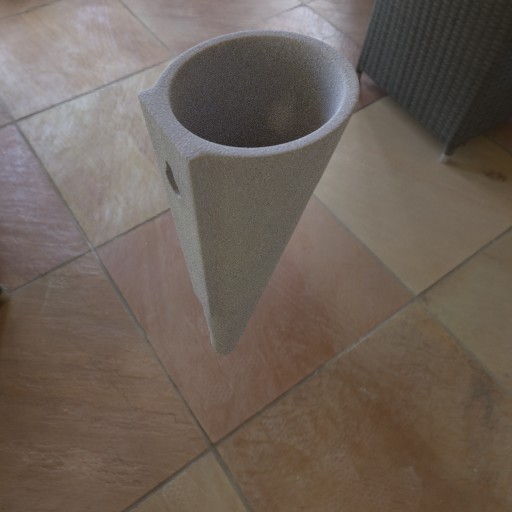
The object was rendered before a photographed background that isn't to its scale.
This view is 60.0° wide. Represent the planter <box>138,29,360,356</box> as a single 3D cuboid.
[{"bbox_3d":[0.000,0.000,0.289,0.087,0.259,0.078,-28,62,-16],"label":"planter"}]
